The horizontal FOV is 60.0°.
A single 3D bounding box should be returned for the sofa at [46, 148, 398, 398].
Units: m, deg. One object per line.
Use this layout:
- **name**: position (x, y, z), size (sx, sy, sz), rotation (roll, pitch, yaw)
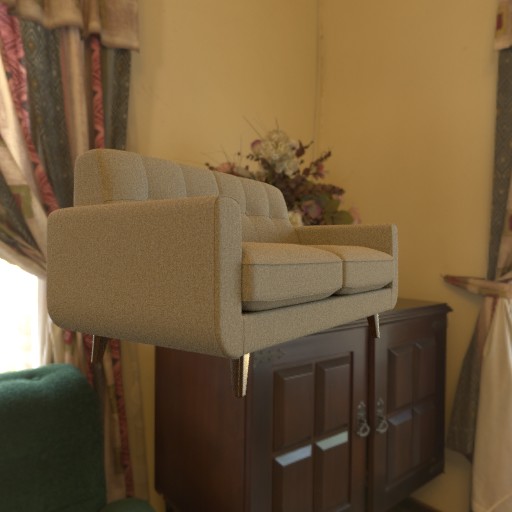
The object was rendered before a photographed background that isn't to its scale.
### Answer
- **sofa**: position (0.000, 0.000, 2.207), size (0.952, 0.925, 1.651), rotation (0, 0, 35)
